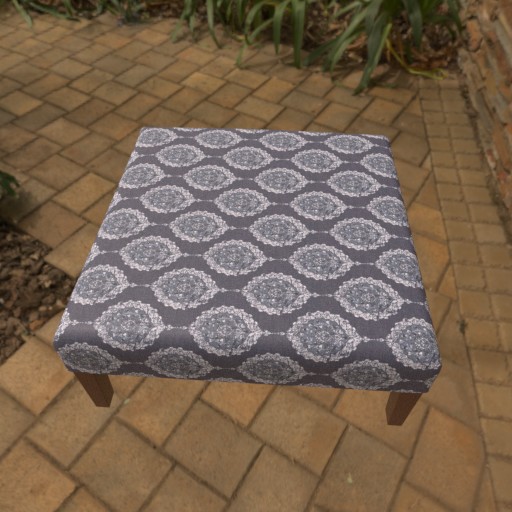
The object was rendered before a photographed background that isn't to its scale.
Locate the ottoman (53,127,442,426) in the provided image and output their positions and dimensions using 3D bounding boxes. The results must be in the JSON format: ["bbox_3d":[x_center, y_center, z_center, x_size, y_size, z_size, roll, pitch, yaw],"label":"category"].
[{"bbox_3d":[0.000,0.000,1.396,0.890,0.409,0.889,3,48,2],"label":"ottoman"}]
